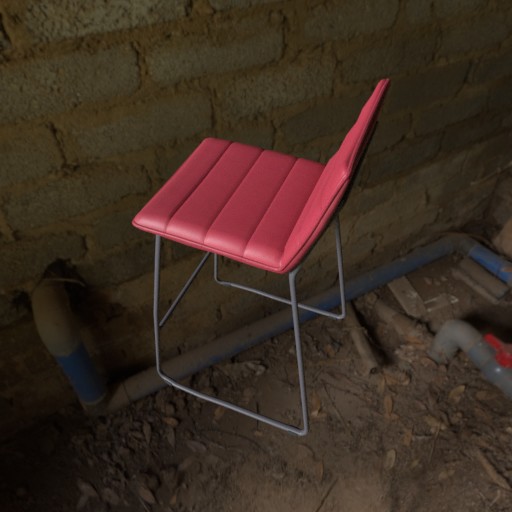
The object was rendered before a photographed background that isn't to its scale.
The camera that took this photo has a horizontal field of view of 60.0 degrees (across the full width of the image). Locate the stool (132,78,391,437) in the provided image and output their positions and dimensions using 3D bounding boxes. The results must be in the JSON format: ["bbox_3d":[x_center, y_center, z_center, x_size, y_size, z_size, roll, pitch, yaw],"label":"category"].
[{"bbox_3d":[0.000,0.000,1.226,0.524,0.937,0.489,16,48,15],"label":"stool"}]
